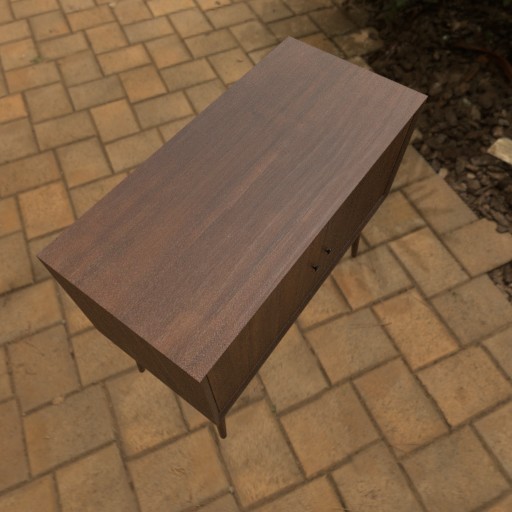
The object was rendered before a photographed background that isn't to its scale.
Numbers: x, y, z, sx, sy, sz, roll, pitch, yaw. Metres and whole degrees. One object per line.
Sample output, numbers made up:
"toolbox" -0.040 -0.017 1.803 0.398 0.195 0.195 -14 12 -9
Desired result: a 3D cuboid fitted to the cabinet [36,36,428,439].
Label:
"cabinet" 0.000 0.000 1.111 0.354 0.654 0.743 32 64 18
